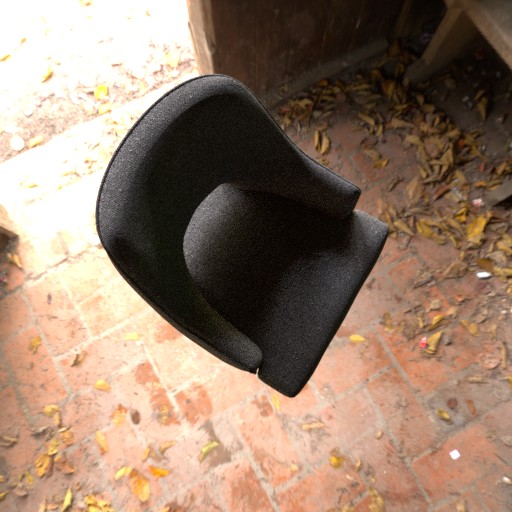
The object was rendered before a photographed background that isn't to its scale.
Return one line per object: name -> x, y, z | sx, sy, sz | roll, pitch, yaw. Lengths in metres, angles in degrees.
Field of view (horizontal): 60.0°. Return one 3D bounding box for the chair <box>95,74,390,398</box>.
chair -> 0.000, 0.000, 1.298 | 0.629, 0.875, 0.608 | 31, 78, 7
